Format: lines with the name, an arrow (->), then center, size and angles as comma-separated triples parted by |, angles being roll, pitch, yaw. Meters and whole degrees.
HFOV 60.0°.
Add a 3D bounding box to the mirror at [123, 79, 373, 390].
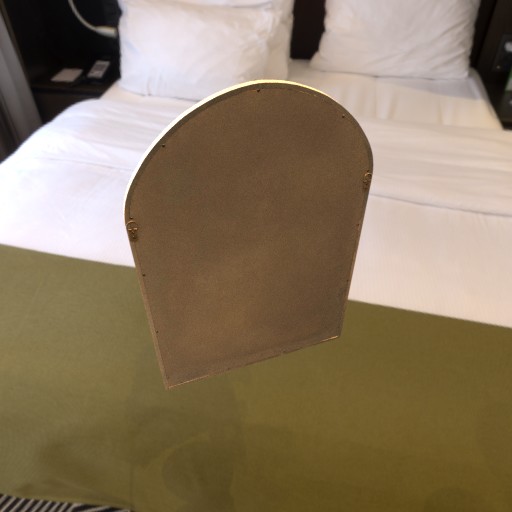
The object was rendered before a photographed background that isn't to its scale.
mirror -> 0.000, 0.000, 1.168 | 0.609, 0.915, 0.032 | -13, 43, -15
